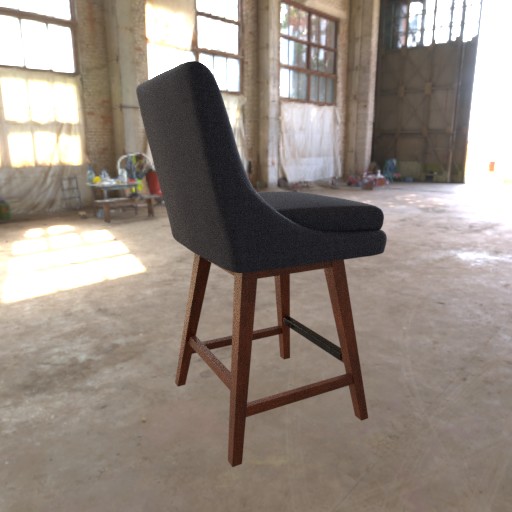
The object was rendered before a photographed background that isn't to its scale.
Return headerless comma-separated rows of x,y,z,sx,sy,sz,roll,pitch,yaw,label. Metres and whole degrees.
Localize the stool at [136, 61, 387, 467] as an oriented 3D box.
0.000,0.000,1.203,0.524,0.895,0.467,-7,16,-27,stool
